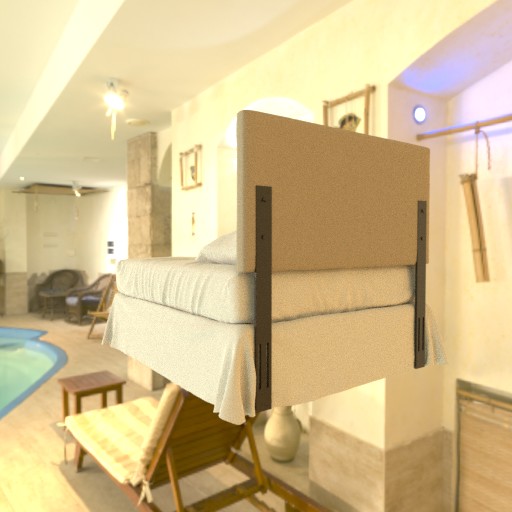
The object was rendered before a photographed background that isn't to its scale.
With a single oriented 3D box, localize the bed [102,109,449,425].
[{"bbox_3d":[0.000,0.000,3.556,1.936,1.577,2.222,-1,2,-36],"label":"bed"}]
